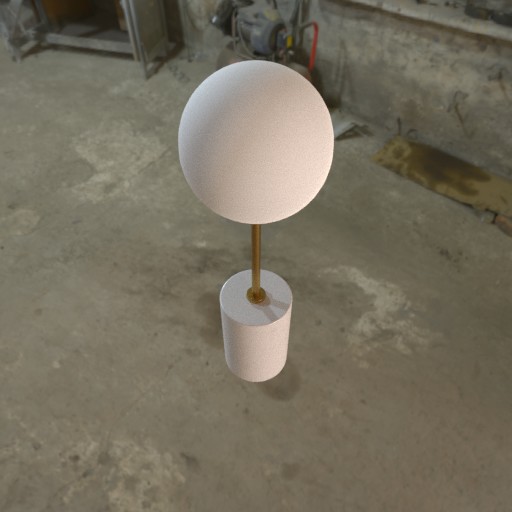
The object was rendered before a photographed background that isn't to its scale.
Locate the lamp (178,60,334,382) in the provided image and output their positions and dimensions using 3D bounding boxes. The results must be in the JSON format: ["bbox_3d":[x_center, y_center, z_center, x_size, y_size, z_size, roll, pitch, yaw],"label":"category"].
[{"bbox_3d":[0.000,0.000,0.561,0.153,0.480,0.153,0,47,0],"label":"lamp"}]
